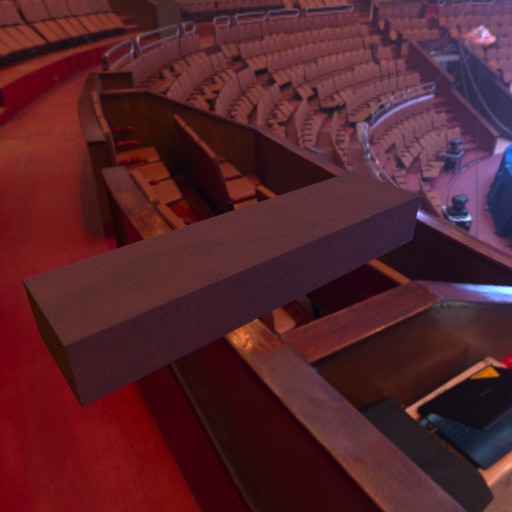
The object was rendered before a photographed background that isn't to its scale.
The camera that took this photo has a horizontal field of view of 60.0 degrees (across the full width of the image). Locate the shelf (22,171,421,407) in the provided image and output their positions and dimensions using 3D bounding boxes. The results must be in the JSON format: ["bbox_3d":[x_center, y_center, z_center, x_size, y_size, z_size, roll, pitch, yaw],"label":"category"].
[{"bbox_3d":[0.000,0.000,0.673,0.607,0.088,0.152,-22,37,-33],"label":"shelf"}]
